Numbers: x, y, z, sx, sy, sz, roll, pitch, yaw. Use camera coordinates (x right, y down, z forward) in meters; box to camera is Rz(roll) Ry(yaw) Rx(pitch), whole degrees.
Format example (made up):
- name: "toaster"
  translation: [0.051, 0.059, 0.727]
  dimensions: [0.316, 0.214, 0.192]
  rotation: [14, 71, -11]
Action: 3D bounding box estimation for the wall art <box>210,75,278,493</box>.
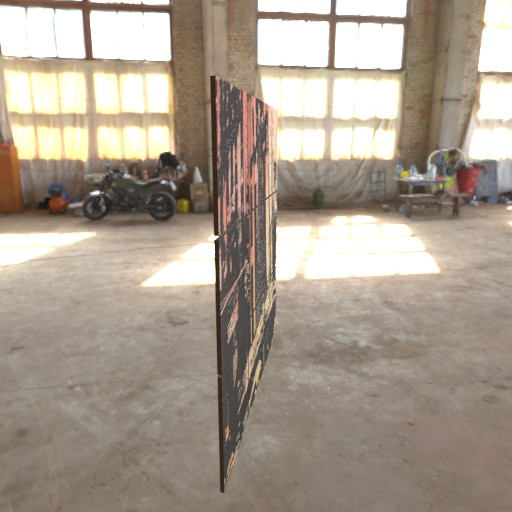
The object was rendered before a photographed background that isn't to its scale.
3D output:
- name: "wall art"
  translation: [0.000, 0.000, 1.810]
  dimensions: [0.013, 1.216, 1.216]
  rotation: [3, 15, 10]
